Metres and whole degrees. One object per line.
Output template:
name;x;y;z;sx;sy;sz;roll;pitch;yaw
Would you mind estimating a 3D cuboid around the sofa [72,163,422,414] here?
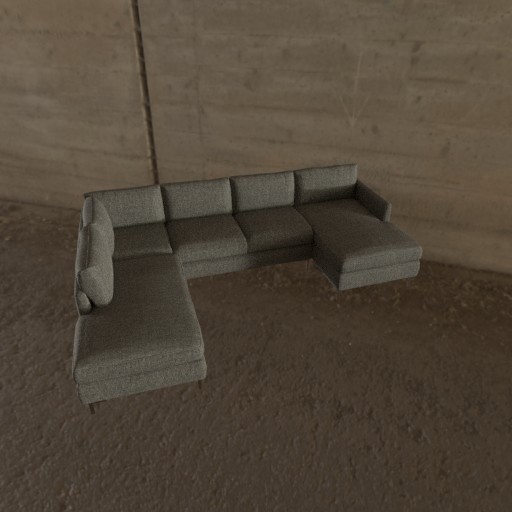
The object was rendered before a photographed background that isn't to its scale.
sofa;0.000;0.000;3.583;2.737;0.756;1.879;-9;33;-14
